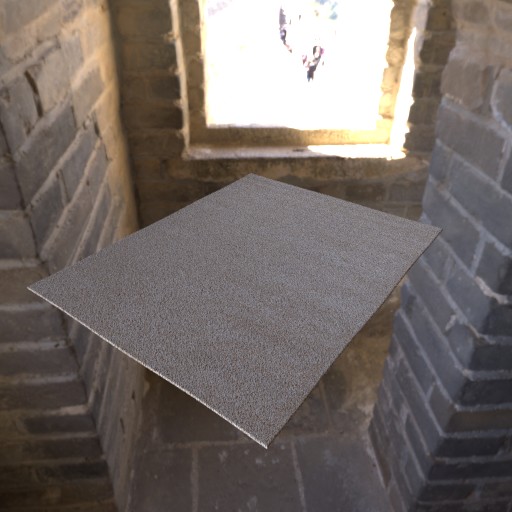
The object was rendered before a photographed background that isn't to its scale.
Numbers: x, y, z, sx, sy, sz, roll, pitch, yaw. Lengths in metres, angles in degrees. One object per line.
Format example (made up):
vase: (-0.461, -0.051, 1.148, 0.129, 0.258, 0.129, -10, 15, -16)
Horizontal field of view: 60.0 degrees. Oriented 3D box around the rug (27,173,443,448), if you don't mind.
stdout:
rug: (0.000, 0.000, 4.011, 2.400, 0.026, 3.000, 22, 39, 30)
